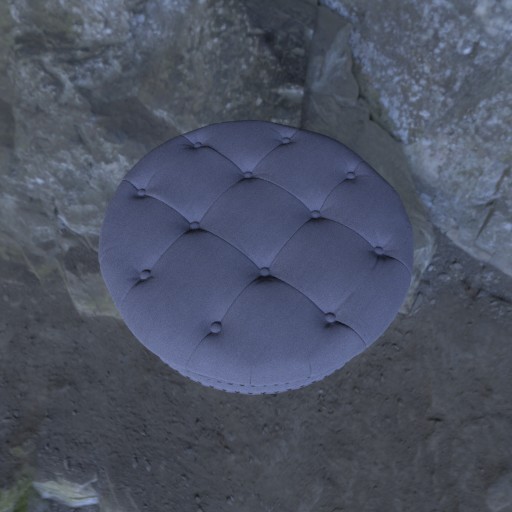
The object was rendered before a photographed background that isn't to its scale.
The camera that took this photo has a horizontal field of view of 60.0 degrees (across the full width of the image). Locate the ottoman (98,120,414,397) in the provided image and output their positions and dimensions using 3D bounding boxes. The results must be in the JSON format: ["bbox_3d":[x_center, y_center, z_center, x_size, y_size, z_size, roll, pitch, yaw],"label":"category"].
[{"bbox_3d":[0.000,0.000,1.402,0.901,0.439,0.901,0,57,0],"label":"ottoman"}]
